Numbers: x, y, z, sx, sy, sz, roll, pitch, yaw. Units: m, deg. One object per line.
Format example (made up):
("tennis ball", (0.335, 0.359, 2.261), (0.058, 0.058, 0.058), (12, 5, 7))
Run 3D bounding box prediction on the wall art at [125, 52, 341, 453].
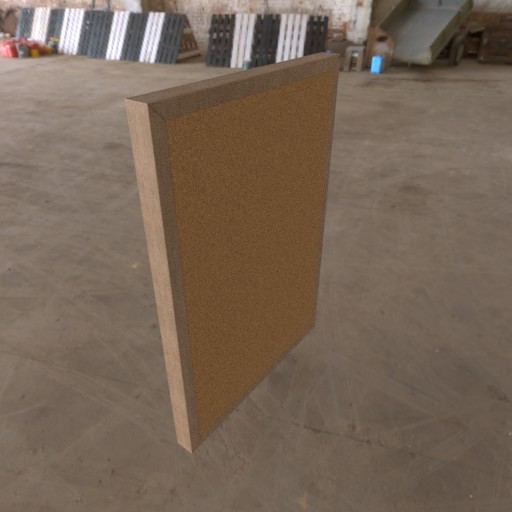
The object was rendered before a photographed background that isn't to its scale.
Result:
("wall art", (0.000, 0.000, 0.652), (0.031, 0.509, 0.356), (22, 39, 31))
